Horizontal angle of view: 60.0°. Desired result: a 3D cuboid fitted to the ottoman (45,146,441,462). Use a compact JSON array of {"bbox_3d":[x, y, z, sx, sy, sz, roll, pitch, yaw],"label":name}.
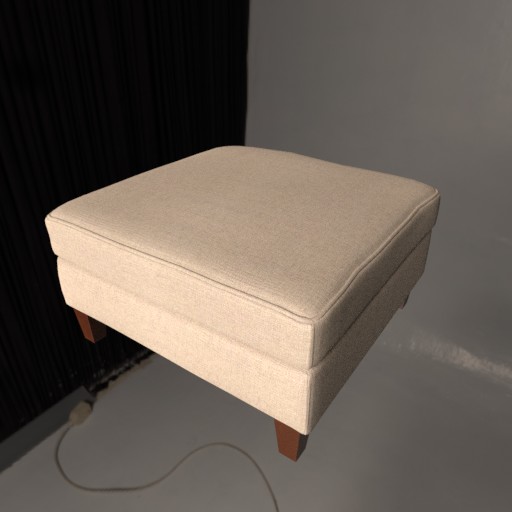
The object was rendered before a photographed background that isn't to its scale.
[{"bbox_3d":[0.000,0.000,1.353,0.838,0.481,0.838,19,34,30],"label":"ottoman"}]
